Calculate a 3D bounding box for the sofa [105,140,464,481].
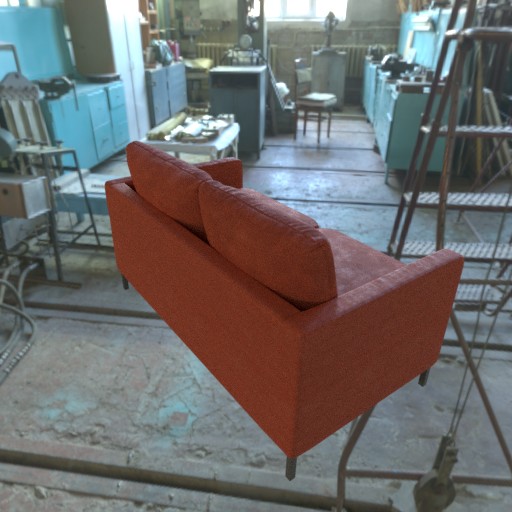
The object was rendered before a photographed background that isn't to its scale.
[{"bbox_3d":[0.000,0.000,2.102,0.864,0.896,1.574,-19,34,-32],"label":"sofa"}]
